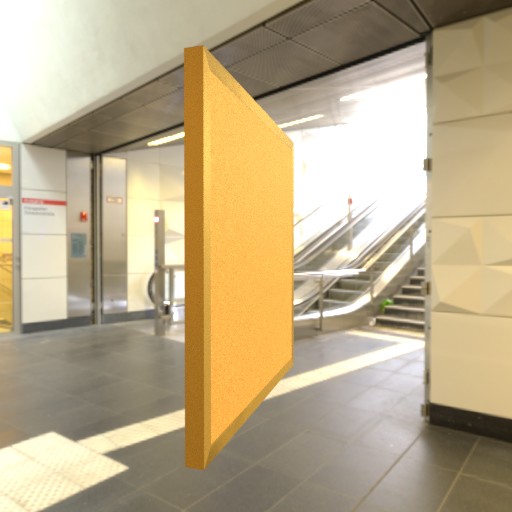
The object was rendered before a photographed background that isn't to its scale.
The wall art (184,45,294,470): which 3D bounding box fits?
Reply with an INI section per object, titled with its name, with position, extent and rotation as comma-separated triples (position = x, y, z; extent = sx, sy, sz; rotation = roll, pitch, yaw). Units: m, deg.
[wall art]
position = 0.000, 0.000, 1.164
extent = 0.038, 0.762, 0.762
rotation = 0, 1, 17
